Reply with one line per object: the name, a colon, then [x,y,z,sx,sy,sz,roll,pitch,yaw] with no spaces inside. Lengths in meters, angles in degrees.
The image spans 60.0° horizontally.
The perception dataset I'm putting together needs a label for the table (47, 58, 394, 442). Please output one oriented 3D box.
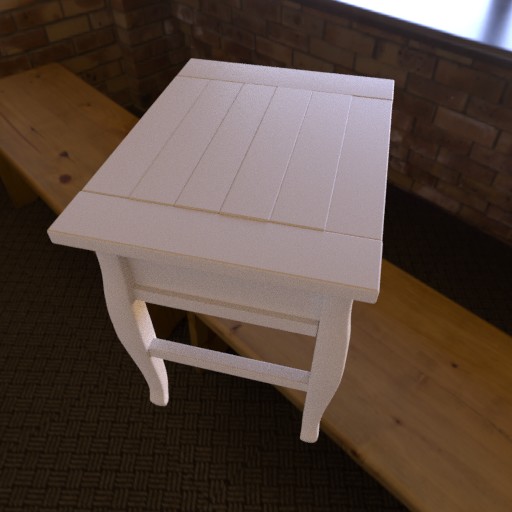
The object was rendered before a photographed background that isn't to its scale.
table: [0.000,0.000,1.005,0.463,0.605,0.599,10,47,9]
